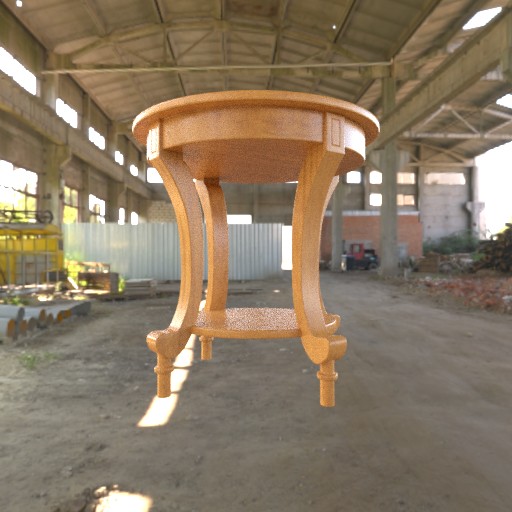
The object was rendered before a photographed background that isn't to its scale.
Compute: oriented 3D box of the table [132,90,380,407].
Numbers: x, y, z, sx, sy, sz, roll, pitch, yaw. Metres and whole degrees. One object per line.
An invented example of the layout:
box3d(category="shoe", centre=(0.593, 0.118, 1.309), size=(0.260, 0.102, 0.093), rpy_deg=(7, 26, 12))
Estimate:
box3d(category="table", centre=(0.000, 0.000, 1.112), size=(0.597, 0.612, 0.597), rpy_deg=(0, 0, 0))
